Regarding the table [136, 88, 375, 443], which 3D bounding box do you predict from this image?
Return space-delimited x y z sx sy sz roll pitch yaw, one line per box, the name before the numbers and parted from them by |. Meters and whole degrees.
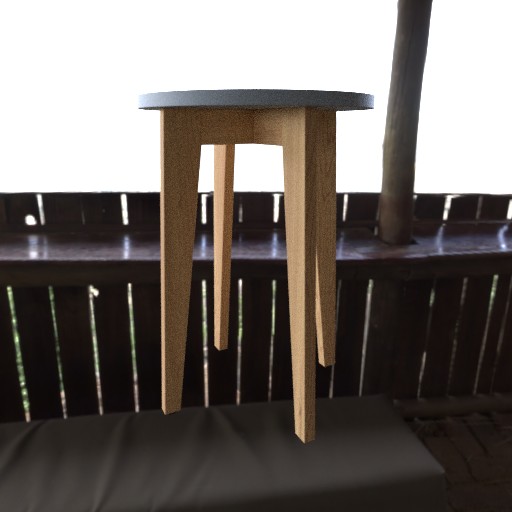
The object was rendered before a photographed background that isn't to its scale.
table | 0.000 0.000 0.741 0.350 0.500 0.350 0 17 0
